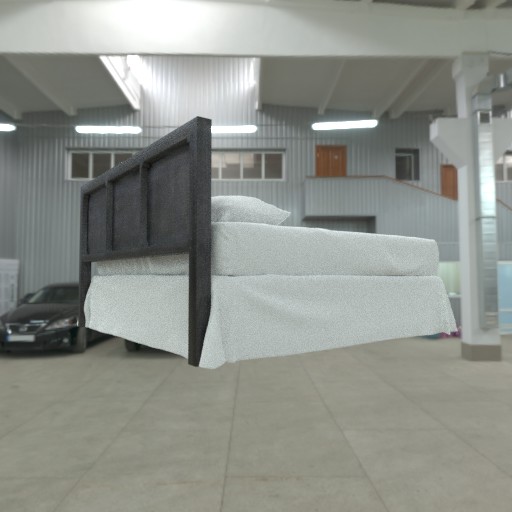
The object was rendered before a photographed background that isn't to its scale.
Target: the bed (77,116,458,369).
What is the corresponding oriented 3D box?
[{"bbox_3d":[0.000,0.000,3.451,2.165,1.158,2.255,2,-3,-36],"label":"bed"}]
